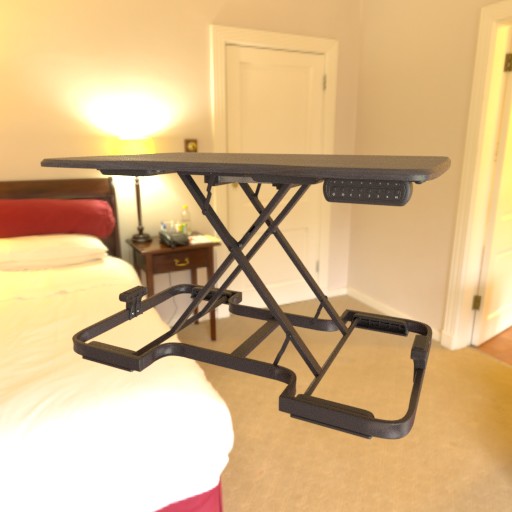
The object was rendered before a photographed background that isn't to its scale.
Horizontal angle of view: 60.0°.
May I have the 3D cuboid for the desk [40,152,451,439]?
[{"bbox_3d":[0.000,0.000,1.081,0.820,0.470,0.546,7,16,25],"label":"desk"}]
